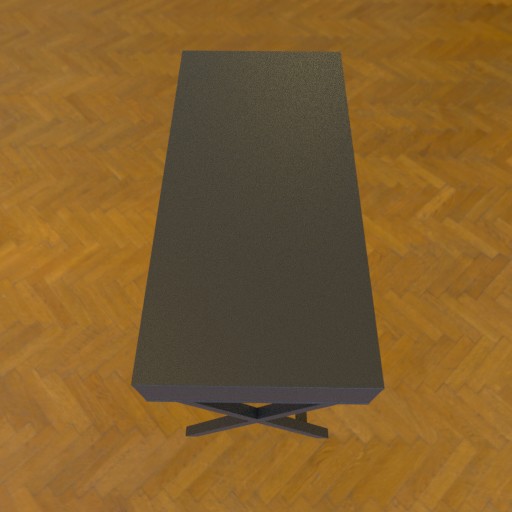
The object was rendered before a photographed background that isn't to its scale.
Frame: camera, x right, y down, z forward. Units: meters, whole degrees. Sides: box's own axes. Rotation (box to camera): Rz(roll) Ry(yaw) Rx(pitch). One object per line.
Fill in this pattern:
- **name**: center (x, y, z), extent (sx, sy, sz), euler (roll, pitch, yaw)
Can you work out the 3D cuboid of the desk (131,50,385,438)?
- **desk**: center (0.000, 0.000, 1.483), extent (0.525, 0.780, 1.057), euler (1, 60, 0)
